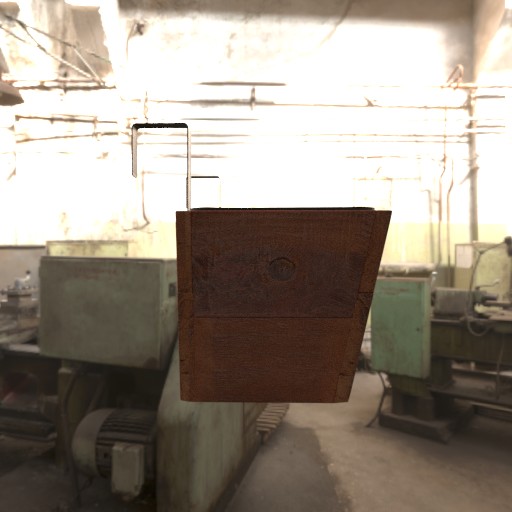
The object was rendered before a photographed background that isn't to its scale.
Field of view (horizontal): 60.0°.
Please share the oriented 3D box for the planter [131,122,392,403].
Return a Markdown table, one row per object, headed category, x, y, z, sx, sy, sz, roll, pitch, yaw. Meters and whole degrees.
| category | x | y | z | sx | sy | sz | roll | pitch | yaw |
| --- | --- | --- | --- | --- | --- | --- | --- | --- | --- |
| planter | 0.000 | 0.000 | 0.647 | 0.262 | 0.289 | 0.480 | 0 | 0 | 1 |
